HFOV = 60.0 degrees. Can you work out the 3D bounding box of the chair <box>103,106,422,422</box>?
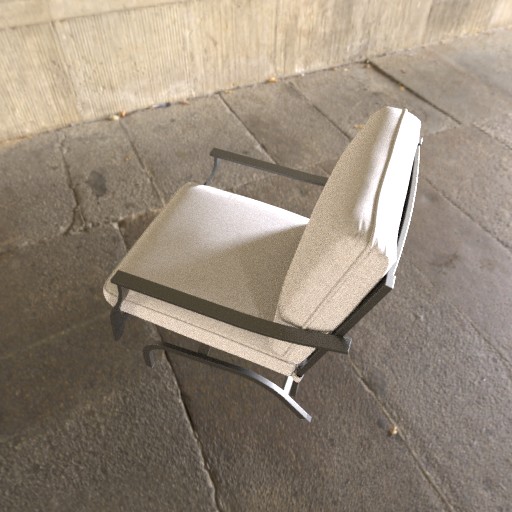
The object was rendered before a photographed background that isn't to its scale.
[{"bbox_3d":[0.000,0.000,1.365,0.787,0.860,0.650,15,48,14],"label":"chair"}]
